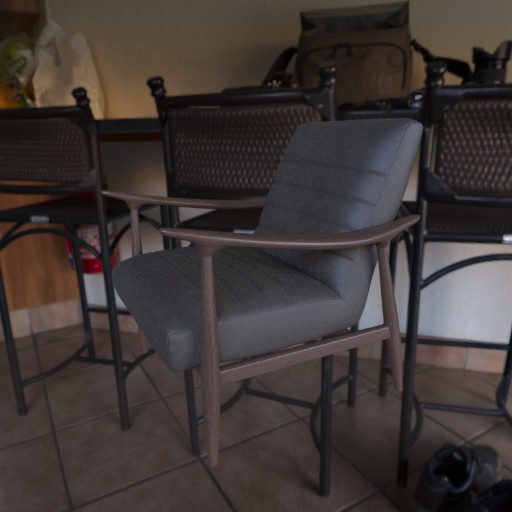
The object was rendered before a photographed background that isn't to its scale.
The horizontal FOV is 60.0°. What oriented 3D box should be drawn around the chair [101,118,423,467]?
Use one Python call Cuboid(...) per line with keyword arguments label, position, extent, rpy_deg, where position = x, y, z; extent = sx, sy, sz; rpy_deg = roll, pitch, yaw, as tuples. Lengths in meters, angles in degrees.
Cuboid(label="chair", position=(0.000, 0.000, 1.401), extent=(0.798, 0.831, 0.741), rpy_deg=(-8, 18, -27))
